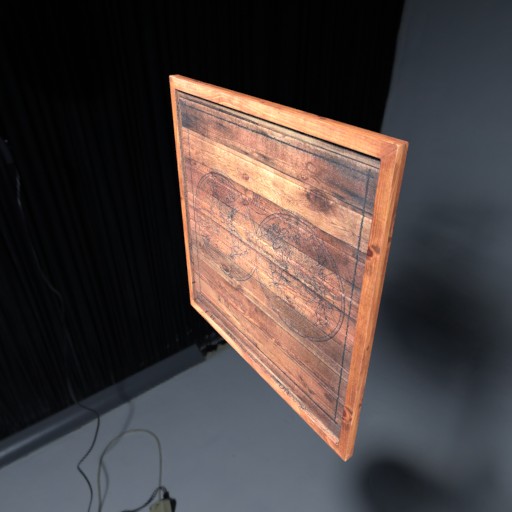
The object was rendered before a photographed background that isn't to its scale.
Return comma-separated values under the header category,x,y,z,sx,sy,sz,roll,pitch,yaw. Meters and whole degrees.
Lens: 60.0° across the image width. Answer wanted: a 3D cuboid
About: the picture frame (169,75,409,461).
category,x,y,z,sx,sy,sz,roll,pitch,yaw
picture frame,0.000,0.000,1.203,0.029,0.817,0.810,-20,37,-30
